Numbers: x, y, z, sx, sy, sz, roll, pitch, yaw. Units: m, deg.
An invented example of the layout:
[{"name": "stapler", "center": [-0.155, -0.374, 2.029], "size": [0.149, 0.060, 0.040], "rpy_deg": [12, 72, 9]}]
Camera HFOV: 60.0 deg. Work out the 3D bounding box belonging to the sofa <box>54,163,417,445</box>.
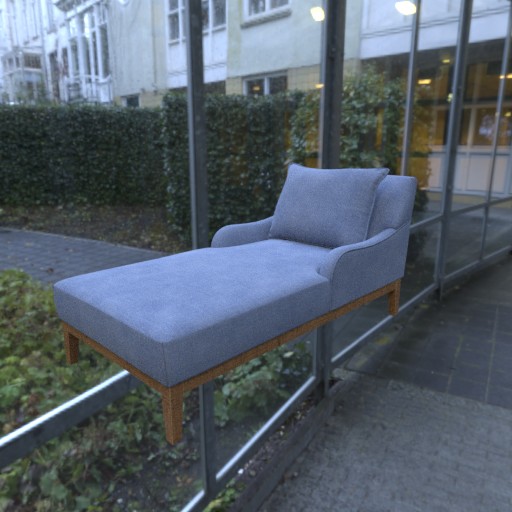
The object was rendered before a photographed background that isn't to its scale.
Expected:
[{"name": "sofa", "center": [0.000, 0.000, 2.320], "size": [0.904, 0.883, 1.779], "rpy_deg": [14, 20, 42]}]
